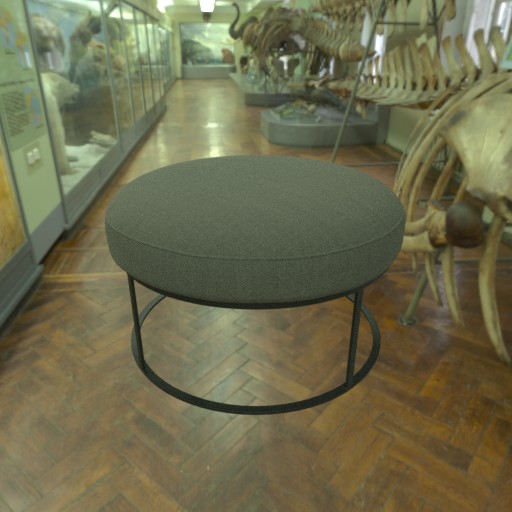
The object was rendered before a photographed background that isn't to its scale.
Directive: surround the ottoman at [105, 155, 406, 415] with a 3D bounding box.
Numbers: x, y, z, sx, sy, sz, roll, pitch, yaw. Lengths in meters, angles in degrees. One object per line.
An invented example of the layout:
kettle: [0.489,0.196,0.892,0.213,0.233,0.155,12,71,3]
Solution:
ottoman: [0.000,0.000,1.244,0.772,0.460,0.772,0,25,0]
